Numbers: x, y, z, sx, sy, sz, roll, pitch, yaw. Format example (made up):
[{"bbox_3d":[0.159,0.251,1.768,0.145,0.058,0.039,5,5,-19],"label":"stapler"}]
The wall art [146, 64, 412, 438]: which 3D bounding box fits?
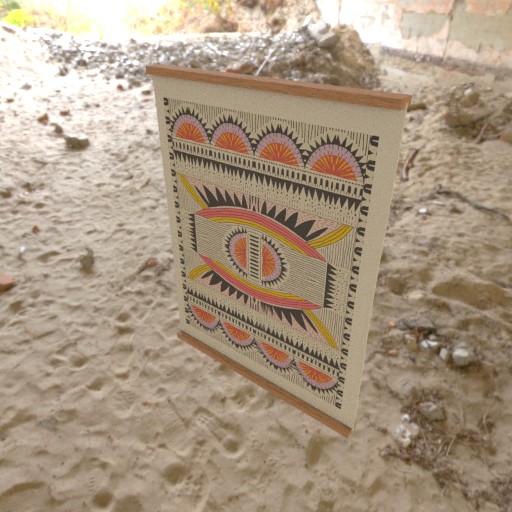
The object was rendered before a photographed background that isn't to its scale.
[{"bbox_3d":[0.000,0.000,0.700,0.403,0.527,0.028,22,37,32],"label":"wall art"}]
